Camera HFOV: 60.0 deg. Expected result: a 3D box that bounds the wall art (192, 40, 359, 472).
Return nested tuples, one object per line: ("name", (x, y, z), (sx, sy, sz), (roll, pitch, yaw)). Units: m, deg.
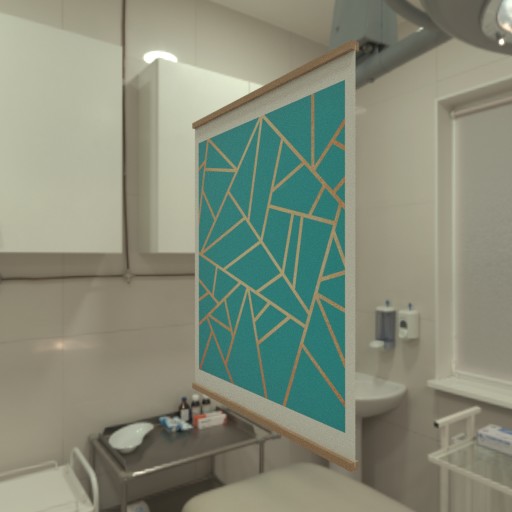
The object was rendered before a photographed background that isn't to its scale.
("wall art", (0.000, 0.000, 0.689), (0.012, 0.508, 0.405), (0, 0, -35))
